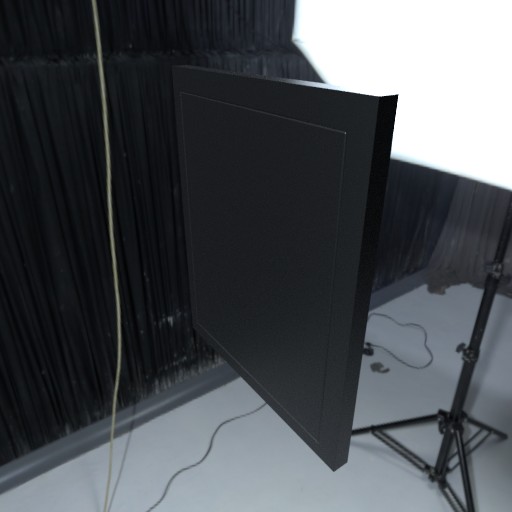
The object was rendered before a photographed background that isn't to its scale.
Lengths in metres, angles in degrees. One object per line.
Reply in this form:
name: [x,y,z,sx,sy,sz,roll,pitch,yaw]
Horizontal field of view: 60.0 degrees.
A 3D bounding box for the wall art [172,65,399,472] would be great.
wall art: [0.000,0.000,0.739,0.031,0.558,0.461,-18,32,-31]
